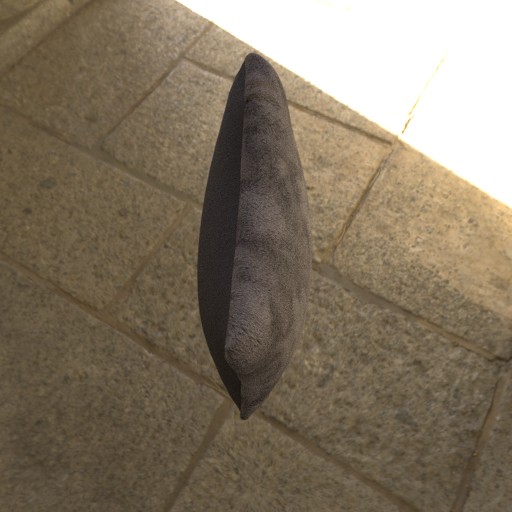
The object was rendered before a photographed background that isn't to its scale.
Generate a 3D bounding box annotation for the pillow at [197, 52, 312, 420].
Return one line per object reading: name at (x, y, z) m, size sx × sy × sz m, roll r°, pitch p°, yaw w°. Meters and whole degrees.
pillow at (0.000, 0.000, 0.826) m, size 0.204 × 0.520 × 0.522 m, roll 1°, pitch 63°, yaw 1°
